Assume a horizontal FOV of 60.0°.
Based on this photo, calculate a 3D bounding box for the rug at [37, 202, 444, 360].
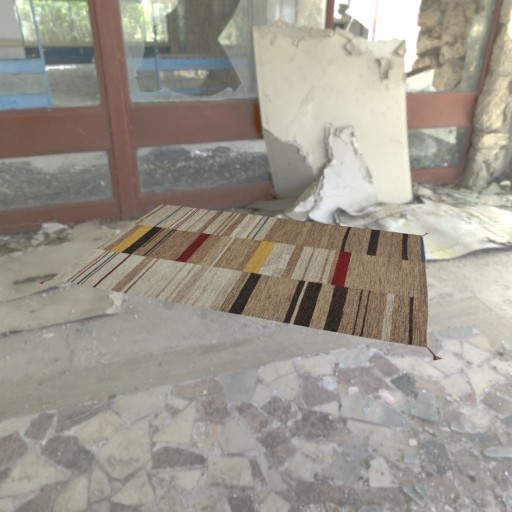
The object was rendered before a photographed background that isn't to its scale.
[{"bbox_3d":[0.000,0.000,2.488,1.918,0.007,1.268,8,28,16],"label":"rug"}]
